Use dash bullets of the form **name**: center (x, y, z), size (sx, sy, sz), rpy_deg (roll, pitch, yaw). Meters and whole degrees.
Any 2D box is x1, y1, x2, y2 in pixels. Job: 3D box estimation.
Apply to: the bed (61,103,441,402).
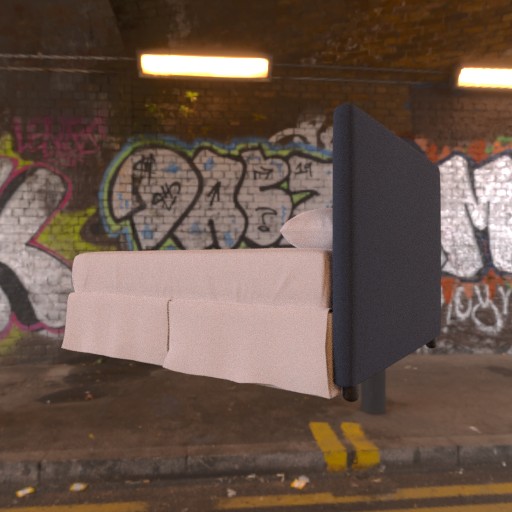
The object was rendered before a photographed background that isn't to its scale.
- **bed**: center (0.000, 0.000, 3.164), size (2.162, 1.330, 1.713), rpy_deg (0, -1, 35)
